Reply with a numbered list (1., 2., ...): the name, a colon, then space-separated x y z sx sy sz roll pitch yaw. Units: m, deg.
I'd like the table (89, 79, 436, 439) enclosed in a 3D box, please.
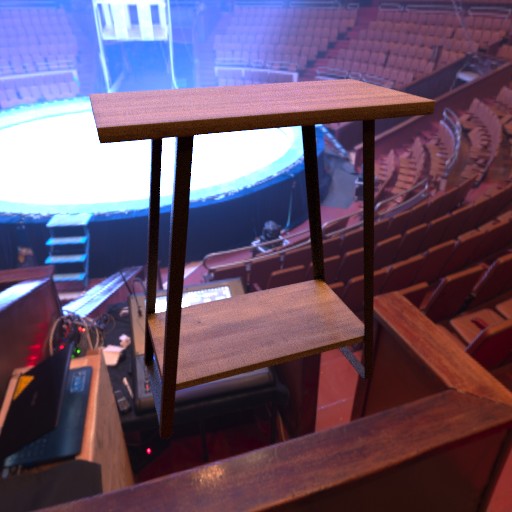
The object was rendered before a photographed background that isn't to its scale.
1. table: 0.000 0.000 1.023 0.599 0.701 0.300 -10 31 -17
